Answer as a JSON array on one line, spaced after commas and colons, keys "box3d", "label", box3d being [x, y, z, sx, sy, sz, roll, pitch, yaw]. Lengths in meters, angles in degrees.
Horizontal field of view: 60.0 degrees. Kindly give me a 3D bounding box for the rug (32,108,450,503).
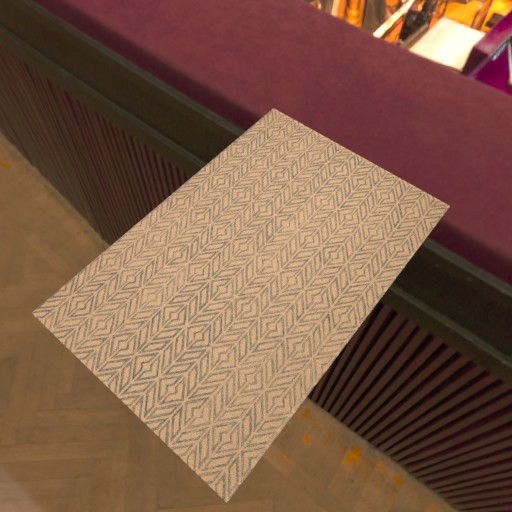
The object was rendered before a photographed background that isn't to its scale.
[{"box3d": [0.000, 0.000, 2.240, 1.220, 0.008, 1.824, 35, 65, 19], "label": "rug"}]
